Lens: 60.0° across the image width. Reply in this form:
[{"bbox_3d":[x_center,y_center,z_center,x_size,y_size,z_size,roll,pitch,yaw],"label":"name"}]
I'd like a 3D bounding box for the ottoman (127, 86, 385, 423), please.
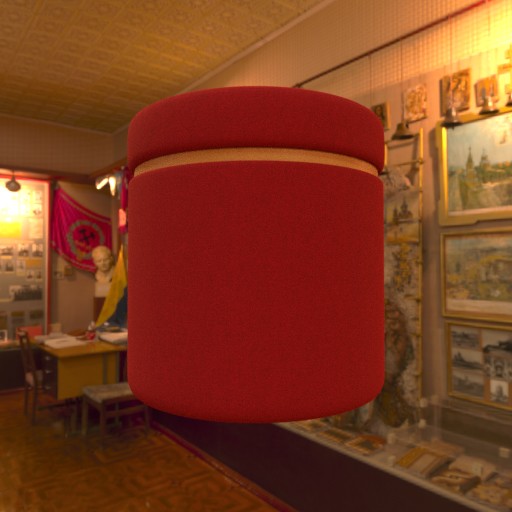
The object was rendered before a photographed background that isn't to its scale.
[{"bbox_3d":[0.000,0.000,0.714,0.400,0.406,0.400,0,-1,0],"label":"ottoman"}]
